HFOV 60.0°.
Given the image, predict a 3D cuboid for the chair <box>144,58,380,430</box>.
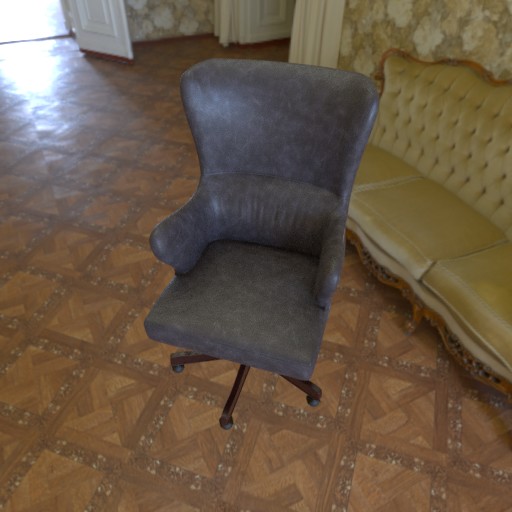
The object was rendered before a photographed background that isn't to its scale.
[{"bbox_3d":[0.000,0.000,1.458,0.594,1.037,0.717,12,42,13],"label":"chair"}]
